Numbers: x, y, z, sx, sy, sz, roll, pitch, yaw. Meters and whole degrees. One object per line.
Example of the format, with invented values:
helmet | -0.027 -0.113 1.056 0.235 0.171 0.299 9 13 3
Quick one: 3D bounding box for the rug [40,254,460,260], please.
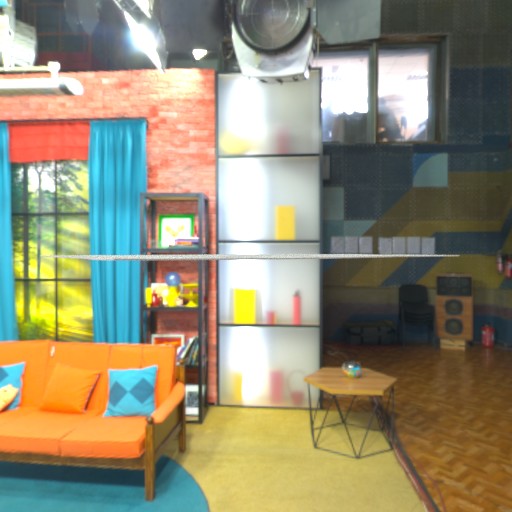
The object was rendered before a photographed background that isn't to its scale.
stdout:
rug | 0.000 0.000 3.034 2.442 0.016 1.527 0 1 -36
